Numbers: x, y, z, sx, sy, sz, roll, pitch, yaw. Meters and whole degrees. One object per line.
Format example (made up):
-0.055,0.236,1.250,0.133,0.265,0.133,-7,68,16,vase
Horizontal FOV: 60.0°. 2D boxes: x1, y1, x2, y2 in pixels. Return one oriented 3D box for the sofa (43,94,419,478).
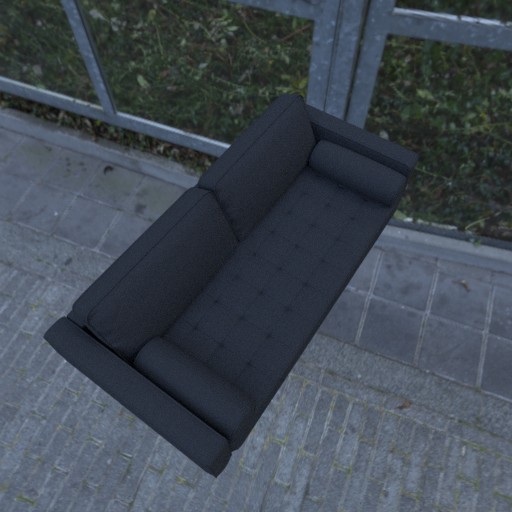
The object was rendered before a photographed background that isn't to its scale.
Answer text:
0.000,0.000,2.282,0.914,0.759,1.875,30,63,17,sofa
